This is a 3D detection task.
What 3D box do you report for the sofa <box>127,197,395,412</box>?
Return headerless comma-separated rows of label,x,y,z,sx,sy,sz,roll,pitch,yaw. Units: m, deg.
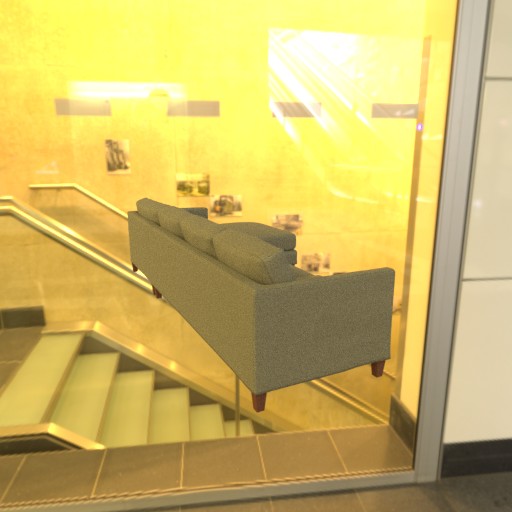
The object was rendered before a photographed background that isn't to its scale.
sofa,0.000,0.000,3.939,1.625,0.861,3.186,-7,15,-26
